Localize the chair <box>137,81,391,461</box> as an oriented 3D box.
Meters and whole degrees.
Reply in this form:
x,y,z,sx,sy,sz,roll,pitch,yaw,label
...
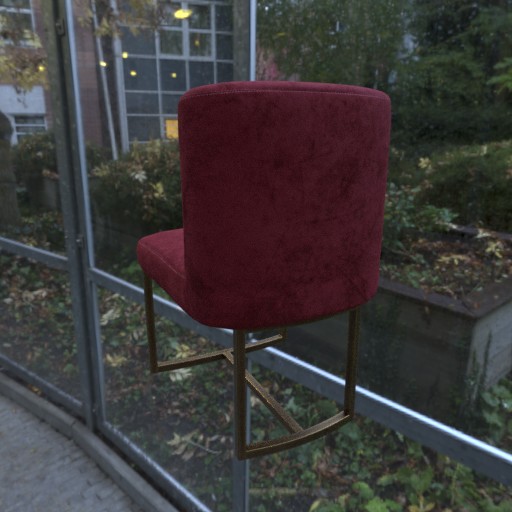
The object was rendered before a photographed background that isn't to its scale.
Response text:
x,y,z,sx,sy,sz,roll,pitch,yaw,label
0.000,0.000,1.184,0.530,0.824,0.560,-8,18,-26,chair
